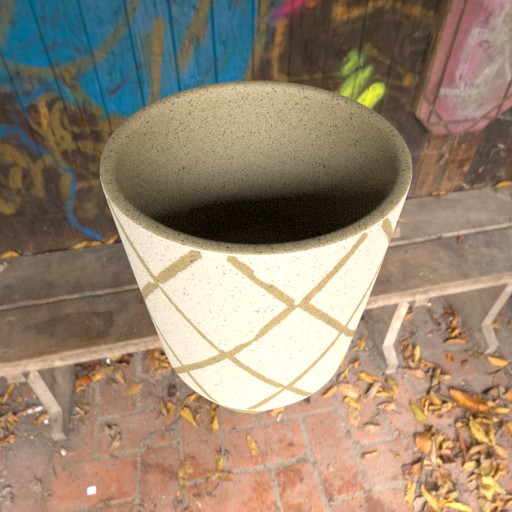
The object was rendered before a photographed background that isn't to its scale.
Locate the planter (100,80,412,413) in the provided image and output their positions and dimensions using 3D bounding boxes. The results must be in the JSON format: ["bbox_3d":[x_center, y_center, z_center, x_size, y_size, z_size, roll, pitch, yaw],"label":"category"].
[{"bbox_3d":[0.000,0.000,0.414,0.228,0.235,0.228,0,46,0],"label":"planter"}]
